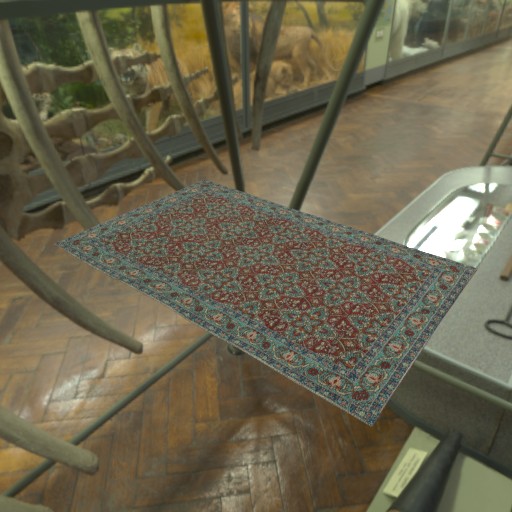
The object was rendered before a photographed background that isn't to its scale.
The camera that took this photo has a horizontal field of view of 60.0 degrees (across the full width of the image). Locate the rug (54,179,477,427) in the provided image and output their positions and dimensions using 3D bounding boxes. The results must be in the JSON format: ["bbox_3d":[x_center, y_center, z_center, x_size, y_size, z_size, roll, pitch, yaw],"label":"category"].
[{"bbox_3d":[0.000,0.000,2.993,2.439,0.011,1.533,23,38,32],"label":"rug"}]
